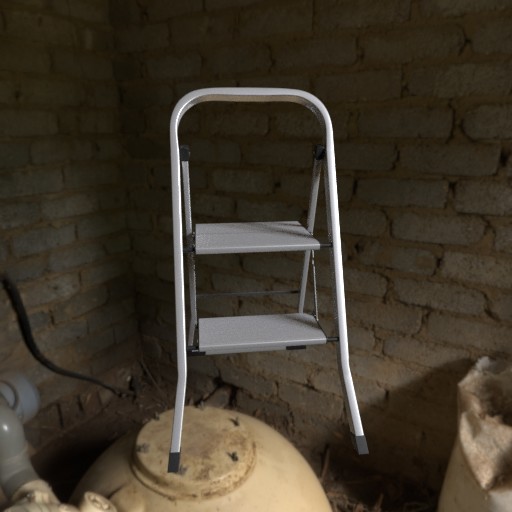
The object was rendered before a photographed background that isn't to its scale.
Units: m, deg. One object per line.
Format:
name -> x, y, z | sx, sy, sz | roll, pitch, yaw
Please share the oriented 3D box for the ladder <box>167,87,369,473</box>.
ladder -> 0.000, 0.000, 1.144 | 0.465, 0.830, 0.530 | -2, 17, -7
